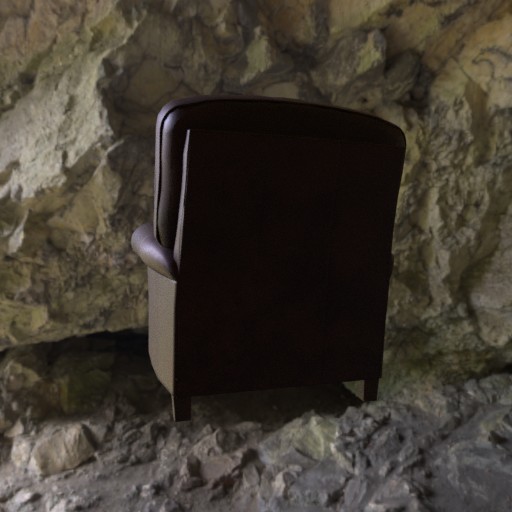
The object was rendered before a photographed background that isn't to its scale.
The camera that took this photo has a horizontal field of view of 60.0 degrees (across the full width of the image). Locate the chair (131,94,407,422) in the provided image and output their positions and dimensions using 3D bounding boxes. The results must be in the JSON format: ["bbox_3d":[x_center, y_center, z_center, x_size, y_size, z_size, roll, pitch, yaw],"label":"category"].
[{"bbox_3d":[0.000,0.000,1.750,0.936,1.018,0.986,0,0,-17],"label":"chair"}]
